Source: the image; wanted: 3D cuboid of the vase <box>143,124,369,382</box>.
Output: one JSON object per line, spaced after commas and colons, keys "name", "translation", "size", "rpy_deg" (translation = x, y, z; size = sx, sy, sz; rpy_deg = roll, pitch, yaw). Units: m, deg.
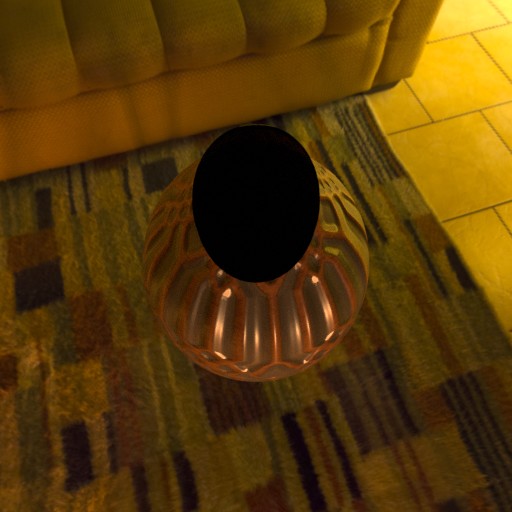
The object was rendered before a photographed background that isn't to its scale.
{"name": "vase", "translation": [0.000, 0.000, 0.134], "size": [0.069, 0.088, 0.069], "rpy_deg": [0, 64, 0]}
